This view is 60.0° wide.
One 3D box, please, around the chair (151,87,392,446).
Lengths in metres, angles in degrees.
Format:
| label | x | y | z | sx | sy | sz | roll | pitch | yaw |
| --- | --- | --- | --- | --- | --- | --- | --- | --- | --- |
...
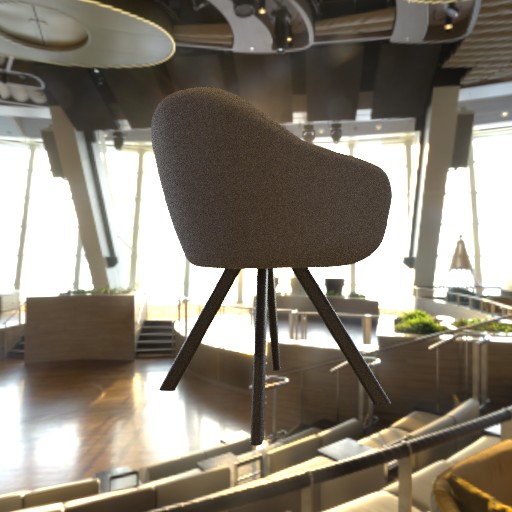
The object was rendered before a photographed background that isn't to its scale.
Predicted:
| label | x | y | z | sx | sy | sz | roll | pitch | yaw |
| --- | --- | --- | --- | --- | --- | --- | --- | --- | --- |
| chair | 0.000 | 0.000 | 1.229 | 0.550 | 0.795 | 0.590 | 0 | 0 | -36 |
